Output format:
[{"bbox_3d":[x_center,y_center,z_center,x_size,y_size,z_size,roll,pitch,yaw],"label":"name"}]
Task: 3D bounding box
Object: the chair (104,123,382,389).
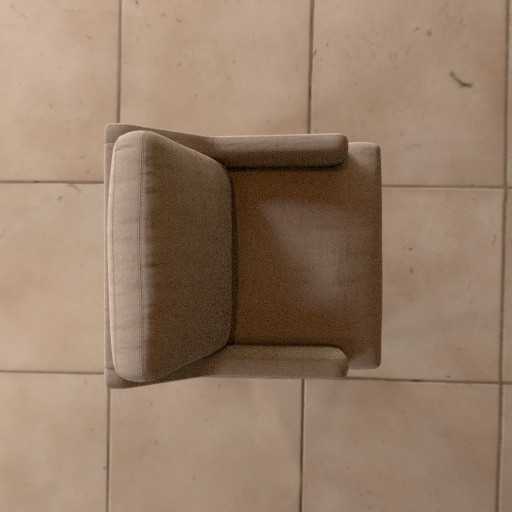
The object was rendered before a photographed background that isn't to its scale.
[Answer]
[{"bbox_3d":[0.000,0.000,1.704,1.001,0.916,0.912,0,90,1],"label":"chair"}]
